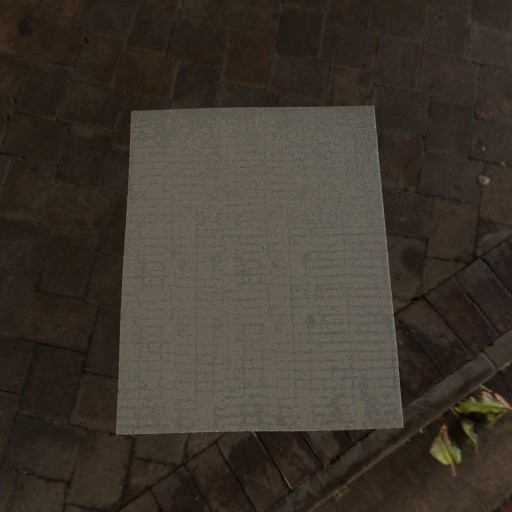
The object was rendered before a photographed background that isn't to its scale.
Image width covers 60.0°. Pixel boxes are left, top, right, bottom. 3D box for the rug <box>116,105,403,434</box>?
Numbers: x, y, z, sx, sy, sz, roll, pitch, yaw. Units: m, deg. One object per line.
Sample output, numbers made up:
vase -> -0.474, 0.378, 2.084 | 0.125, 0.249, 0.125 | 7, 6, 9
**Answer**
rug -> 0.000, 0.000, 4.104 | 2.447, 0.014, 3.061 | -1, 77, 0
